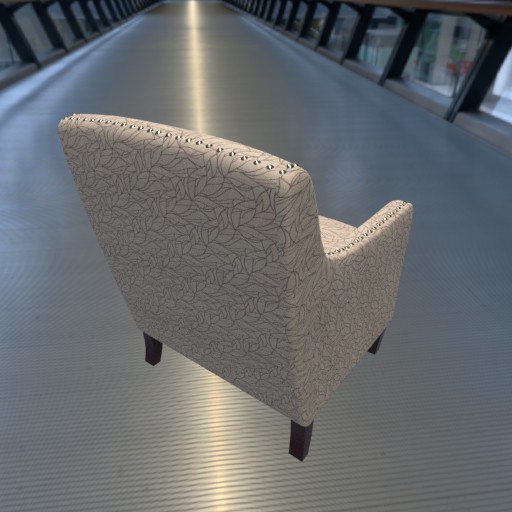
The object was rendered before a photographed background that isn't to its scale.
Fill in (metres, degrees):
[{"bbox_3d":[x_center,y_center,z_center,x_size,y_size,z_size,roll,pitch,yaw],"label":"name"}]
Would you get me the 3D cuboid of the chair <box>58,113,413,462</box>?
[{"bbox_3d":[0.000,0.000,1.222,0.623,0.816,0.651,21,36,32],"label":"chair"}]
